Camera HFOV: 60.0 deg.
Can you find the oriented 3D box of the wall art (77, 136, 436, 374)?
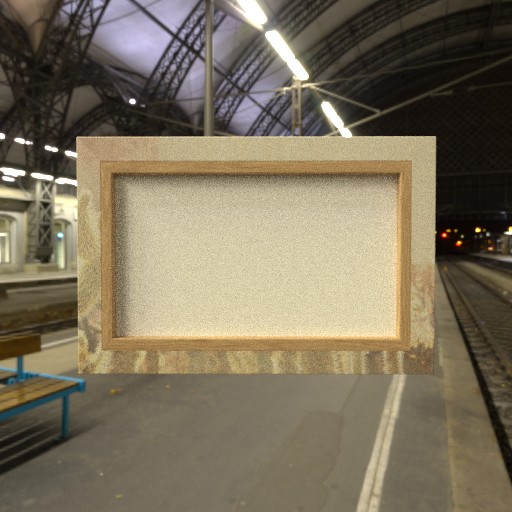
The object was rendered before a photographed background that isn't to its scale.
[{"bbox_3d":[0.000,0.000,1.433,1.142,0.758,0.041,0,1,0],"label":"wall art"}]
